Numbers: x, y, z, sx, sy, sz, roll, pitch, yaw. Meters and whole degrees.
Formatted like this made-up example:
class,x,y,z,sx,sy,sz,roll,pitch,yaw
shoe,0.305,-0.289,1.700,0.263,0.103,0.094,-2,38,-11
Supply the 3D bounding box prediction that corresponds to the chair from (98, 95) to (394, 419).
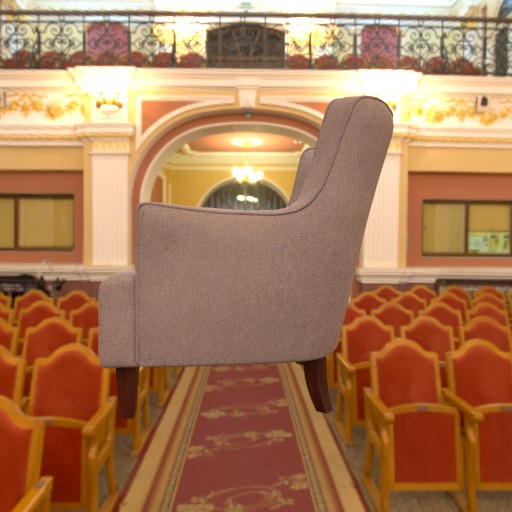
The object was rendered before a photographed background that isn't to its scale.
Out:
class,x,y,z,sx,sy,sz,roll,pitch,yaw
chair,0.000,0.000,1.591,0.910,0.919,0.781,0,1,-1
